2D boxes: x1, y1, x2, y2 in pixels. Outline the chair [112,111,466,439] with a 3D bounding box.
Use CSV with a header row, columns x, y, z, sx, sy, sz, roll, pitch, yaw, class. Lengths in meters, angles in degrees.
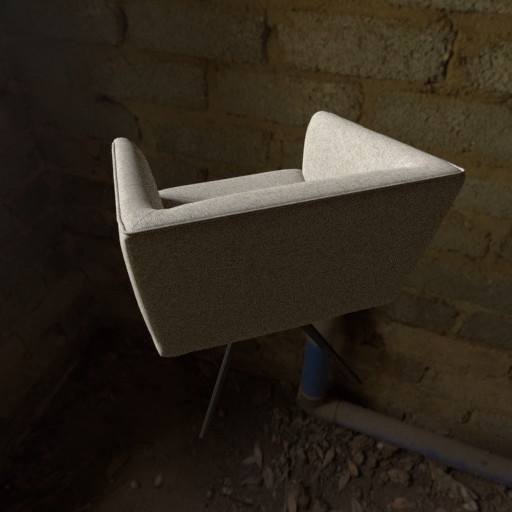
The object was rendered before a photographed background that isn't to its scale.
x,y,z,sx,sy,sz,roll,pitch,yaw,class
0.000,0.000,1.191,0.628,0.760,0.623,-12,43,-13,chair
